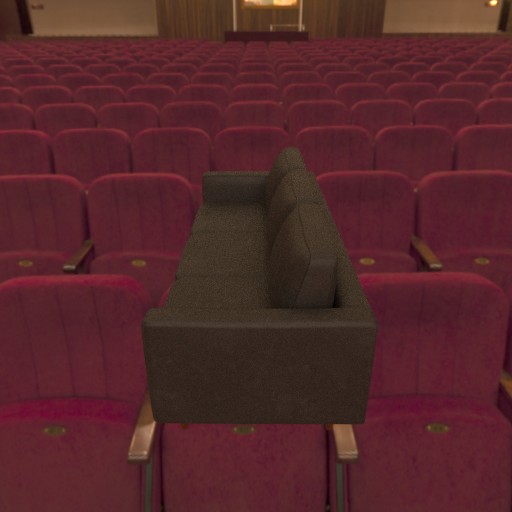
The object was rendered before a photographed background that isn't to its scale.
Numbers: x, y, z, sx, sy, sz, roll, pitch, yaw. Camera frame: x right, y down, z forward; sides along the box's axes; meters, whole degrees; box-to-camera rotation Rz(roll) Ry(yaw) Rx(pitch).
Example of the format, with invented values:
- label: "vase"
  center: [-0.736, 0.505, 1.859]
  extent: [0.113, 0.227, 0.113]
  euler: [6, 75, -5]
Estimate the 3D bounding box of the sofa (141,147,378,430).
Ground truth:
- label: "sofa"
  center: [0.000, 0.000, 2.570]
  extent: [0.879, 0.899, 2.029]
  euler: [0, 26, 0]
